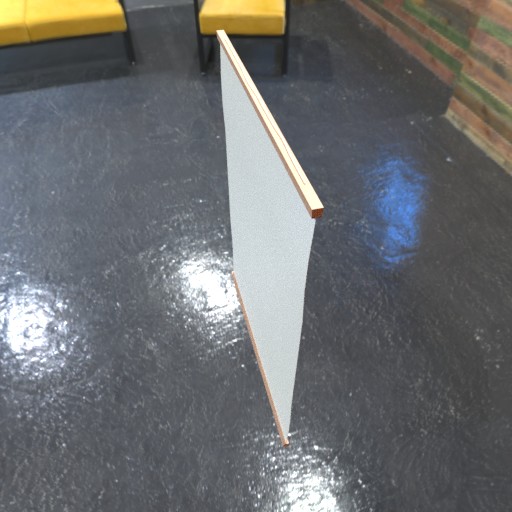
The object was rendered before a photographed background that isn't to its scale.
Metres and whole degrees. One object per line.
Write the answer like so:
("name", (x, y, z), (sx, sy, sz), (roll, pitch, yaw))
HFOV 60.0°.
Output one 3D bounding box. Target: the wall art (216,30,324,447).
("wall art", (0.000, 0.000, 1.310), (0.020, 1.013, 0.758), (-11, 48, -10))
